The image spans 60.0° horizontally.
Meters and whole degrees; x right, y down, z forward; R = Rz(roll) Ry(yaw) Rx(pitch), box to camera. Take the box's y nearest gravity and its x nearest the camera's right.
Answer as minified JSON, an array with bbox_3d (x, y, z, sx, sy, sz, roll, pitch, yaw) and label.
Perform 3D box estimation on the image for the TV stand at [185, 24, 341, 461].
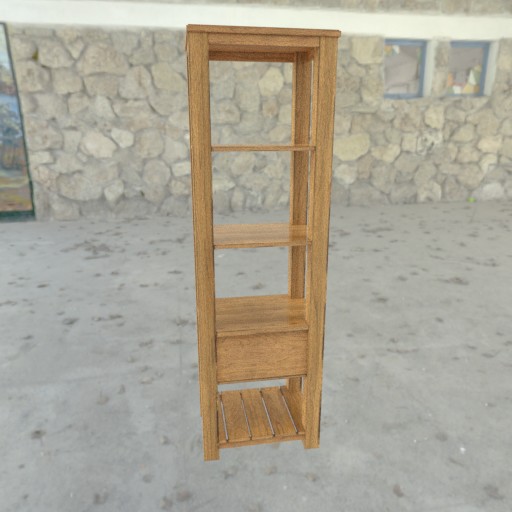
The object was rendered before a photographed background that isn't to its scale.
[{"bbox_3d":[0.000,0.000,2.042,0.565,1.828,0.435,-3,16,-9],"label":"TV stand"}]
